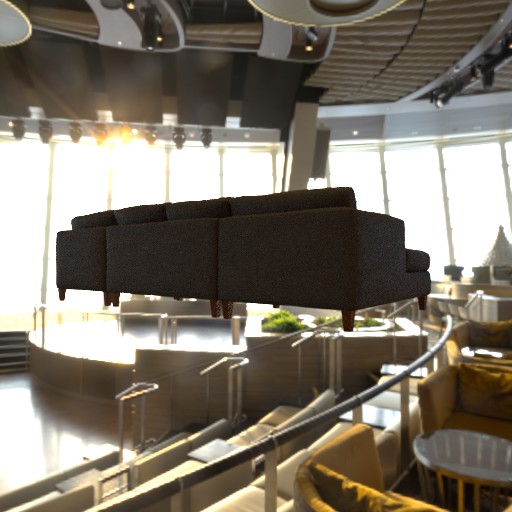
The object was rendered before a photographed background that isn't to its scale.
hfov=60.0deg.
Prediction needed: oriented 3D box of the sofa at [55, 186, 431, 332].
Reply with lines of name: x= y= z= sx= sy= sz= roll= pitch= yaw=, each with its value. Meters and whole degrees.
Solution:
sofa: x=0.000 y=0.000 z=4.683 sx=3.460 sy=0.961 sz=2.594 roll=0 pitch=-1 yaw=37
